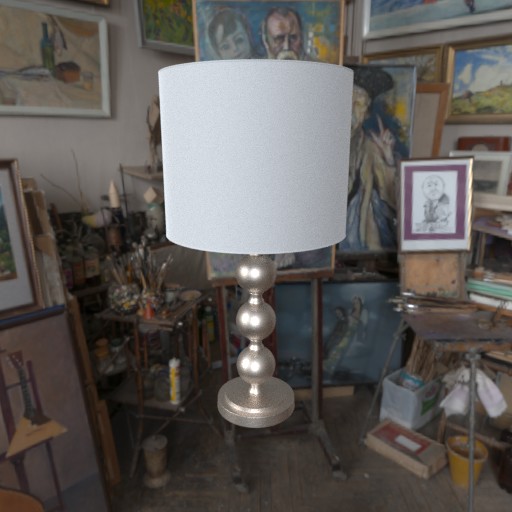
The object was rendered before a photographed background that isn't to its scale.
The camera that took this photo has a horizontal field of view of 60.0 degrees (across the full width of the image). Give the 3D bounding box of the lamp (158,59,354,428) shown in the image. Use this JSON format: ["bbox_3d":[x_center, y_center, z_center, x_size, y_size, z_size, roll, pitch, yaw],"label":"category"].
[{"bbox_3d":[0.000,0.000,0.706,0.277,0.538,0.277,2,15,6],"label":"lamp"}]
